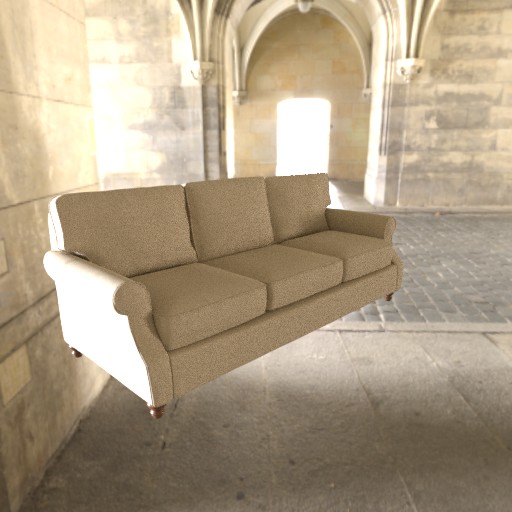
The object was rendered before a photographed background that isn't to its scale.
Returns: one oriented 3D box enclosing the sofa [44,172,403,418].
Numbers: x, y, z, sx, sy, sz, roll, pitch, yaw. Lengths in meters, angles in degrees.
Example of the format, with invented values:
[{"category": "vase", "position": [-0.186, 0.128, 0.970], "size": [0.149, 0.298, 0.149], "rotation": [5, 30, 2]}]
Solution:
[{"category": "sofa", "position": [0.000, 0.000, 2.824], "size": [0.966, 0.948, 2.354], "rotation": [14, 20, 43]}]
